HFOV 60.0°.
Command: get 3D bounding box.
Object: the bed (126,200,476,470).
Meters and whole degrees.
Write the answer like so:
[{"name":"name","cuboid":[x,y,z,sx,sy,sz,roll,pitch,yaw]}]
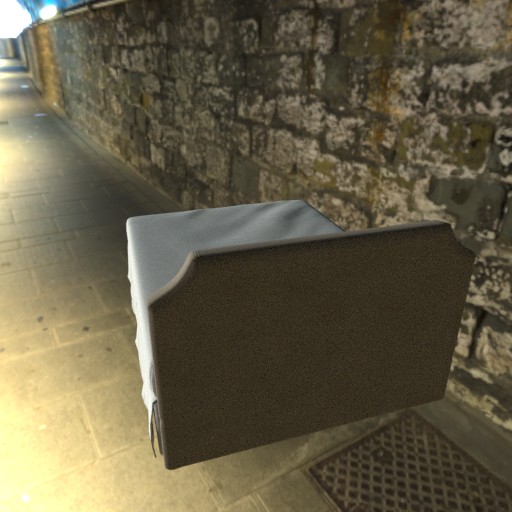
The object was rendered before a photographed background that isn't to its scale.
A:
[{"name":"bed","cuboid":[0.000,0.000,3.472,1.977,1.293,2.498,-8,26,-16]}]
